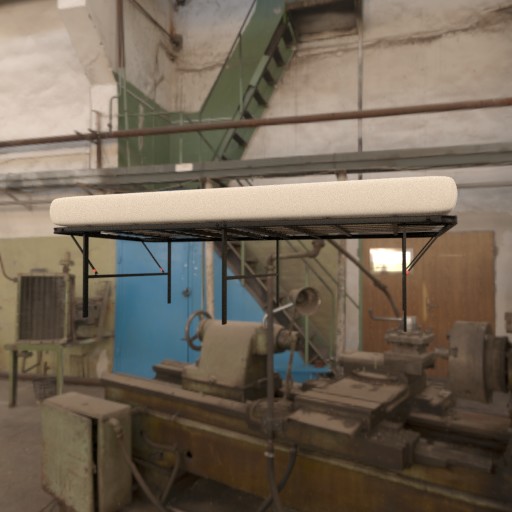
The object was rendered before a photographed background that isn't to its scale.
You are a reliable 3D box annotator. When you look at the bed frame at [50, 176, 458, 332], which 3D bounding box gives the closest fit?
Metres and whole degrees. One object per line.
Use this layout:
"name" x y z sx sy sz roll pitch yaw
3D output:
"bed frame" 0.000 0.000 2.387 1.903 0.619 0.989 0 -1 18
